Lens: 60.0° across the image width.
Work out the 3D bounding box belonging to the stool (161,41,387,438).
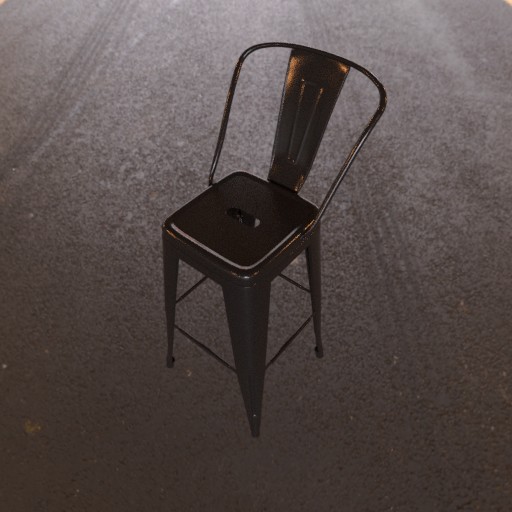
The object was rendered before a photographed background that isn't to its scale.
[{"bbox_3d":[0.000,0.000,1.301,0.432,1.022,0.528,30,54,26],"label":"stool"}]
